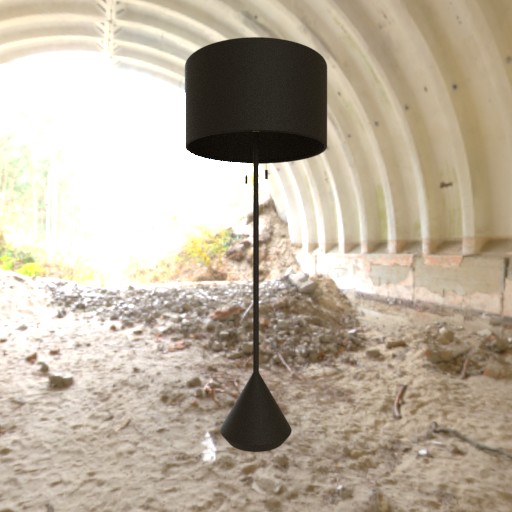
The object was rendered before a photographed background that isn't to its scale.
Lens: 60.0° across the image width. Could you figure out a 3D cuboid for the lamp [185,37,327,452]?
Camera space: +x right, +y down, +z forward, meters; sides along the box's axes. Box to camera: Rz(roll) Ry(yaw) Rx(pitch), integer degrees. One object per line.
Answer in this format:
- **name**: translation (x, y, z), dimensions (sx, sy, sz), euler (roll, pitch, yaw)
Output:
- **lamp**: translation (0.000, 0.000, 1.833), dimensions (0.580, 1.526, 0.580), euler (0, 1, 37)
